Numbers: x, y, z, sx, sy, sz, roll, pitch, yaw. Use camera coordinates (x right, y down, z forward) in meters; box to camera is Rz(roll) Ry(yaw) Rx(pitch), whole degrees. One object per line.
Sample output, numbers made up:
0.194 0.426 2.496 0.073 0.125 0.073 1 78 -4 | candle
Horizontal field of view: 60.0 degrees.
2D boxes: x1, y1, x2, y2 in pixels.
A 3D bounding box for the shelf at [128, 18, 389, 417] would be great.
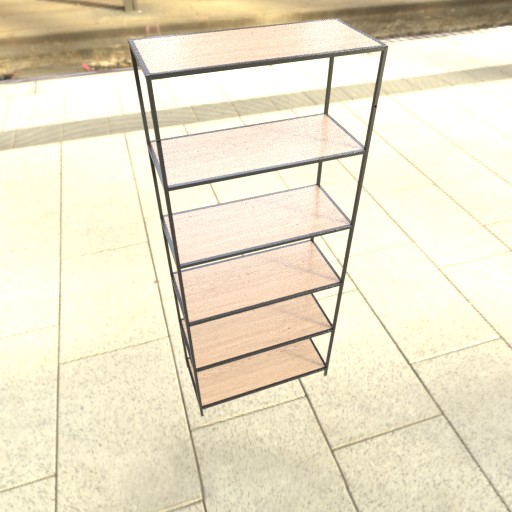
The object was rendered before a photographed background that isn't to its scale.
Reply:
0.000 0.000 2.048 0.770 1.850 0.350 -14 44 -15 | shelf
